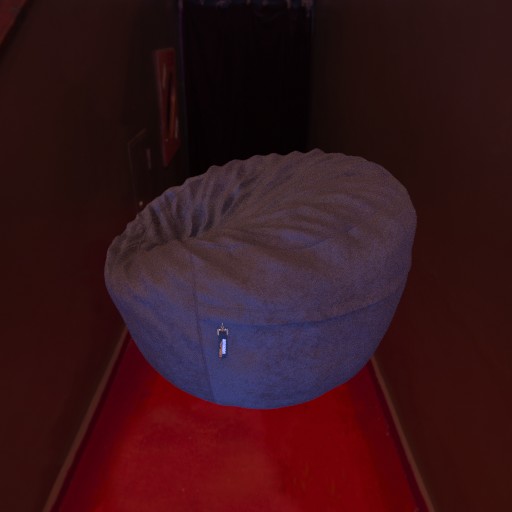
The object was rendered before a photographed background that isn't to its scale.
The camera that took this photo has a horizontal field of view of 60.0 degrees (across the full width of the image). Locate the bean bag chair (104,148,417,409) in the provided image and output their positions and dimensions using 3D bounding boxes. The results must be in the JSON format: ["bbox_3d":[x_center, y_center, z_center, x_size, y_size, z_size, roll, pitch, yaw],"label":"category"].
[{"bbox_3d":[0.000,0.000,1.964,1.245,0.821,1.245,0,28,0],"label":"bean bag chair"}]
